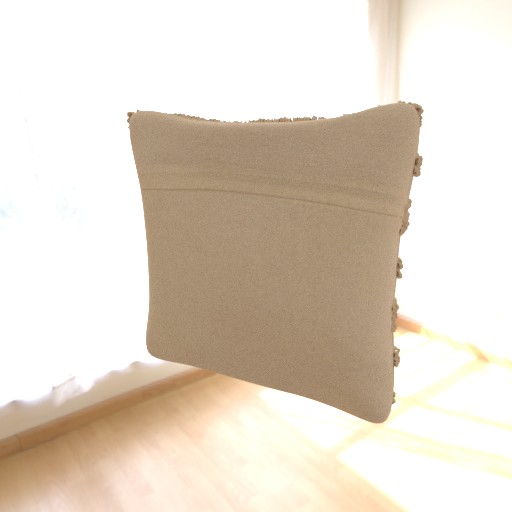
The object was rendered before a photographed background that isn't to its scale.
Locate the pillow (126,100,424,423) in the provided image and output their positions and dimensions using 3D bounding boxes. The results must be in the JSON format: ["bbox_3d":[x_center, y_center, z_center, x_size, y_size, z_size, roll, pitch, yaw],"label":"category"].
[{"bbox_3d":[0.000,0.000,0.655,0.437,0.427,0.145,8,18,26],"label":"pillow"}]
